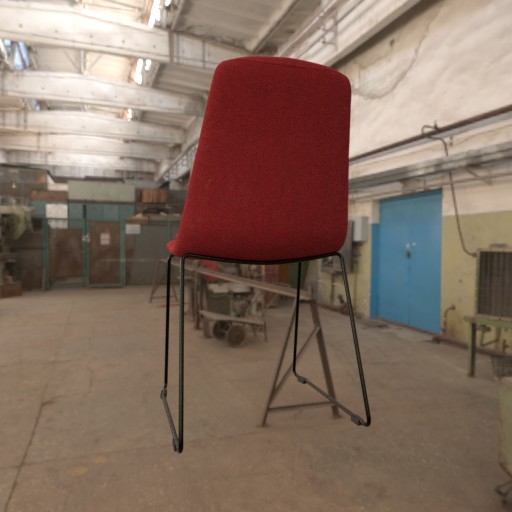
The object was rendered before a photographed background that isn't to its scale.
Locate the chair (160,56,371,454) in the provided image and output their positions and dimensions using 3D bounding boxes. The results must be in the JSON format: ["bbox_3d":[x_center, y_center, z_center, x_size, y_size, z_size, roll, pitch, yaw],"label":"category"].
[{"bbox_3d":[0.000,0.000,1.193,0.479,0.858,0.518,-1,2,-17],"label":"chair"}]
